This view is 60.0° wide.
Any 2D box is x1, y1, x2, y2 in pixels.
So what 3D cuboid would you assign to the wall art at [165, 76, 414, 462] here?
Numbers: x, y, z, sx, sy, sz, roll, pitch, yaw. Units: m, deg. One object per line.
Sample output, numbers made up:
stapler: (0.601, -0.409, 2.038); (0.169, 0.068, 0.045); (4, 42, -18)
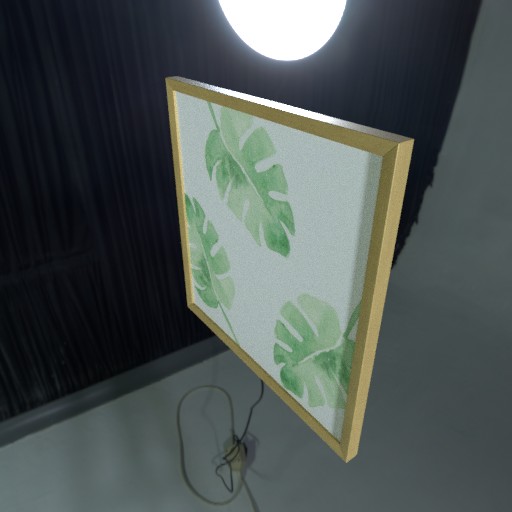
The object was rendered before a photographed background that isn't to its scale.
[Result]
wall art: (0.000, 0.000, 1.126); (0.037, 0.763, 0.763); (-21, 36, -31)
